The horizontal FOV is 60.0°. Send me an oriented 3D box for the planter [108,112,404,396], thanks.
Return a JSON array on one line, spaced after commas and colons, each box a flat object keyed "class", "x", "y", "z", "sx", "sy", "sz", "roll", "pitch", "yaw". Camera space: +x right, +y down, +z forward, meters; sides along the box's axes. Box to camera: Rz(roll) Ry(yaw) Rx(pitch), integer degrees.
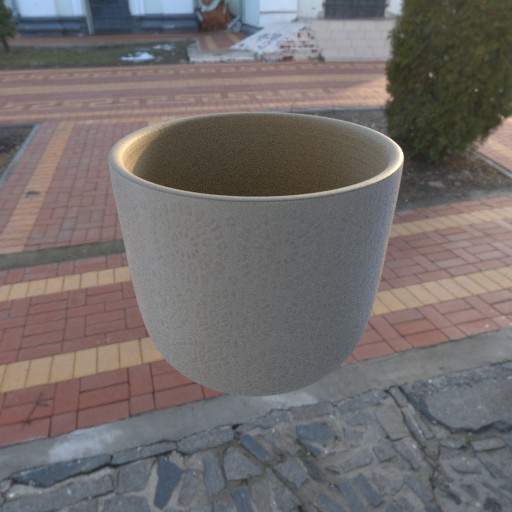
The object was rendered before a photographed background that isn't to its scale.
[{"class": "planter", "x": 0.000, "y": 0.000, "z": 0.371, "sx": 0.208, "sy": 0.190, "sz": 0.208, "roll": 0, "pitch": 30, "yaw": 0}]
